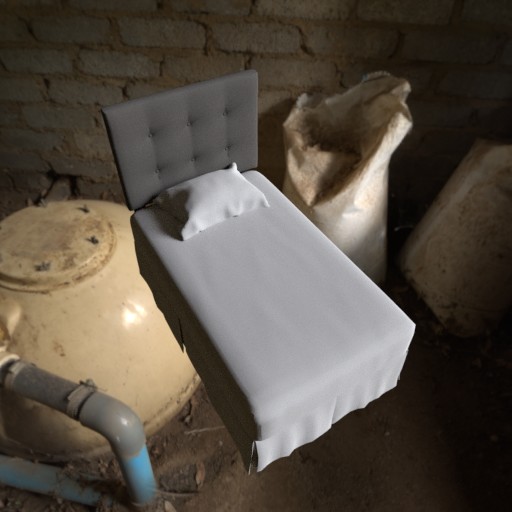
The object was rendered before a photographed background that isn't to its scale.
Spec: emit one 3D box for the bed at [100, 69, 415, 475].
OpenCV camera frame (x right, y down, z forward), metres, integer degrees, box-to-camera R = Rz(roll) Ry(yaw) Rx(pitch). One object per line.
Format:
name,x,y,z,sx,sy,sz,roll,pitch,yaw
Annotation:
bed,0.000,0.000,2.986,1.261,1.571,1.997,-24,51,-21
